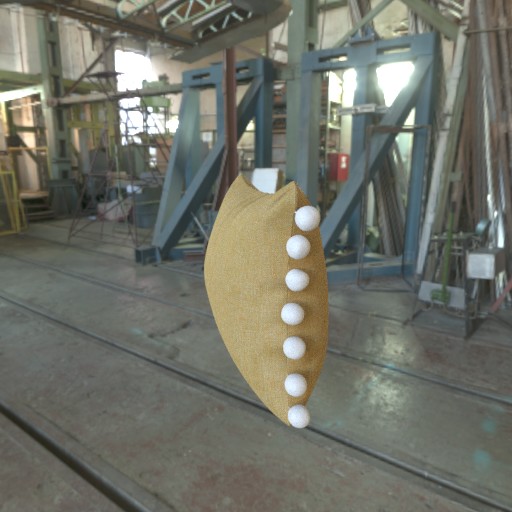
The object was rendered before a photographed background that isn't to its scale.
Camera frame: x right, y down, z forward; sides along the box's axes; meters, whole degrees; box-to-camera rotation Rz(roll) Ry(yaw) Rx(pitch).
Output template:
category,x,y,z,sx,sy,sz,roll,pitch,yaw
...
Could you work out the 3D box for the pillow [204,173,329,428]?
category,x,y,z,sx,sy,sz,roll,pitch,yaw
pillow,0.000,0.000,0.860,0.201,0.322,0.709,-2,13,-7
